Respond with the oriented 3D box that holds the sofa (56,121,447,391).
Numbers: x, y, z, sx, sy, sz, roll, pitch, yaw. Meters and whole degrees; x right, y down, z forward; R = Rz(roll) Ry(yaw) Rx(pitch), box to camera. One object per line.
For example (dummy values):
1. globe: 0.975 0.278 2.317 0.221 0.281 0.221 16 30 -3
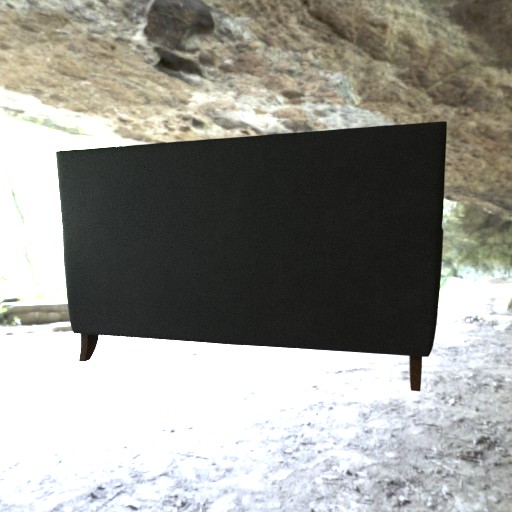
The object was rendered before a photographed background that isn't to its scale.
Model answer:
1. sofa: 0.000 0.000 1.963 1.473 0.871 0.787 0 1 17
